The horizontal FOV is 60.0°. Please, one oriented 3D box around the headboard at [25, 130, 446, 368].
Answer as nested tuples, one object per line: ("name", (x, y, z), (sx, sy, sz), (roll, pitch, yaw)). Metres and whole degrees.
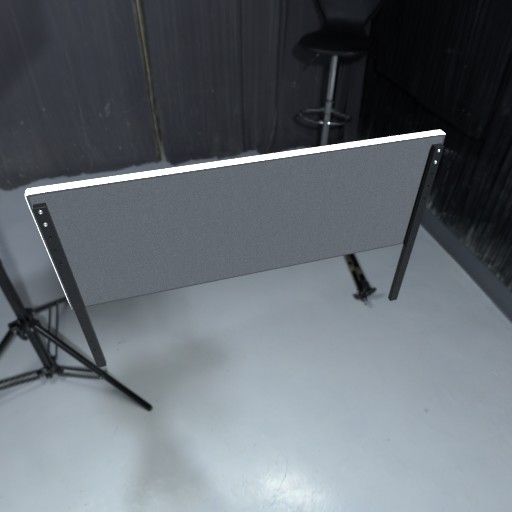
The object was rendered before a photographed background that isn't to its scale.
("headboard", (0.000, 0.000, 2.871), (2.362, 1.410, 0.120), (-11, 43, -12))
